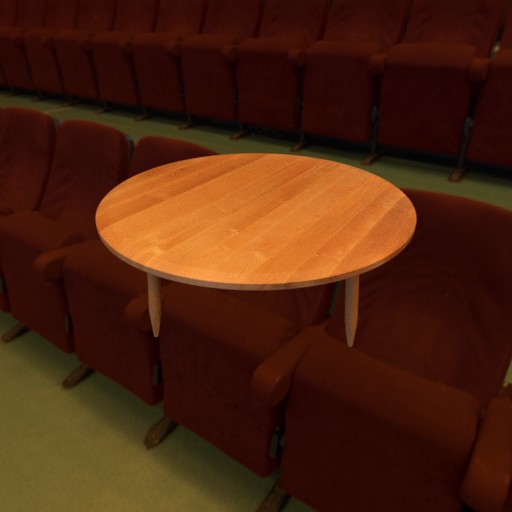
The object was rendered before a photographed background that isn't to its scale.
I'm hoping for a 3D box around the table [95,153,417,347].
[{"bbox_3d":[0.000,0.000,1.399,0.900,0.400,0.900,0,30,0],"label":"table"}]
